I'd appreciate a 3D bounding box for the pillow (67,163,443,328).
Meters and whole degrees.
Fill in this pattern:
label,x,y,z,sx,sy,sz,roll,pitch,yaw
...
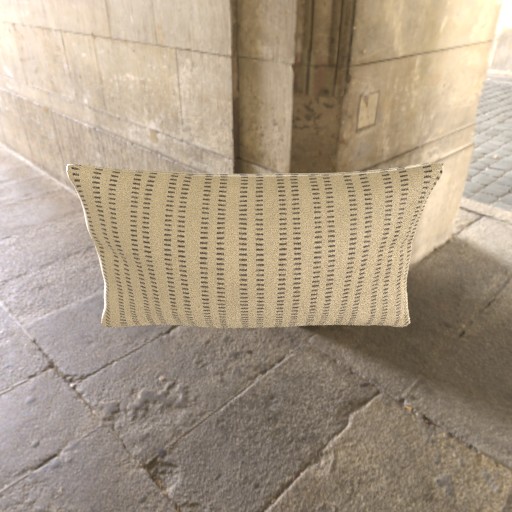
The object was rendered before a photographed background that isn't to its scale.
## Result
label,x,y,z,sx,sy,sz,roll,pitch,yaw
pillow,0.000,0.000,0.823,0.640,0.353,0.210,0,32,0
